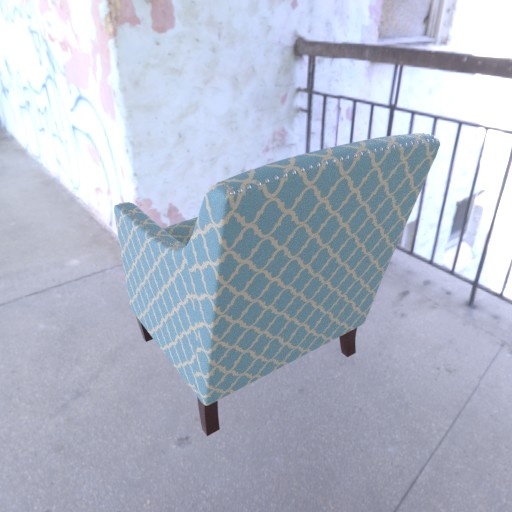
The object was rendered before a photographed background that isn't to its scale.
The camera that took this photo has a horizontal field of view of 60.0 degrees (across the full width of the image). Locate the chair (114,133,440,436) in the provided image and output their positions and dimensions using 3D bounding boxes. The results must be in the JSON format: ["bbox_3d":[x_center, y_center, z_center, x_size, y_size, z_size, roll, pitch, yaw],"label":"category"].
[{"bbox_3d":[0.000,0.000,1.344,0.617,0.817,0.686,-19,35,-30],"label":"chair"}]
